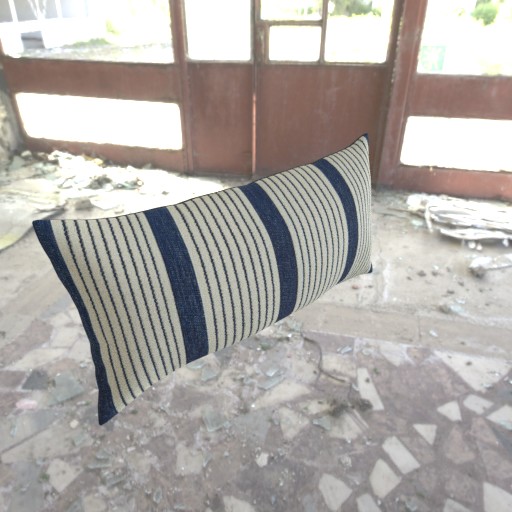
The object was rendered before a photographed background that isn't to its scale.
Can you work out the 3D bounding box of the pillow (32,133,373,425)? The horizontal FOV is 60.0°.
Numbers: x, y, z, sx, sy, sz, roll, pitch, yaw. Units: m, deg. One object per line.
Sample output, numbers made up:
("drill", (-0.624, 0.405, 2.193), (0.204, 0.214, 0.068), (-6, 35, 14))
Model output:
("pillow", (0.000, 0.000, 0.720), (0.608, 0.292, 0.156), (-23, 37, -34))
